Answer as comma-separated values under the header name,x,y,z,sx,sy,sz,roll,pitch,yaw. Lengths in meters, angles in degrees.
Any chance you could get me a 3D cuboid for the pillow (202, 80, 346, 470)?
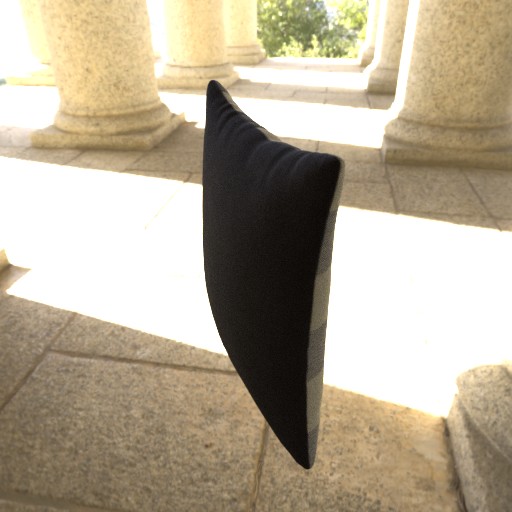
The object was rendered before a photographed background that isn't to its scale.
name,x,y,z,sx,sy,sz,roll,pitch,yaw
pillow,0.000,0.000,0.778,0.161,0.509,0.511,-10,32,-17
